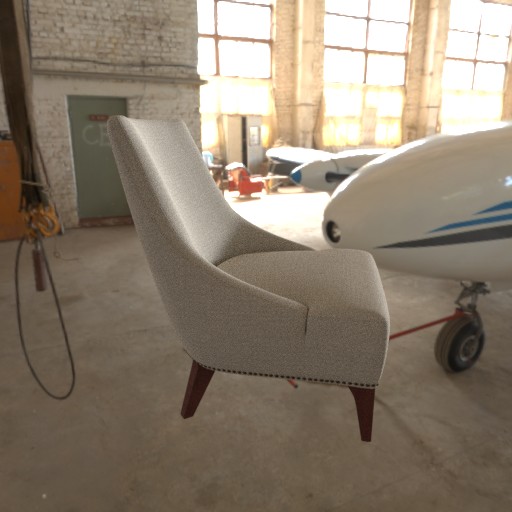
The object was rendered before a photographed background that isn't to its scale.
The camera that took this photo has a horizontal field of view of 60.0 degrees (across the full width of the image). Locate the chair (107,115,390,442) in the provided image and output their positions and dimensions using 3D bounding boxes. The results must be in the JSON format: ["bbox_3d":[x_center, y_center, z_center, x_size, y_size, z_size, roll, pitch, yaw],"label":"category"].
[{"bbox_3d":[0.000,0.000,1.520,0.861,0.909,0.701,3,16,10],"label":"chair"}]
